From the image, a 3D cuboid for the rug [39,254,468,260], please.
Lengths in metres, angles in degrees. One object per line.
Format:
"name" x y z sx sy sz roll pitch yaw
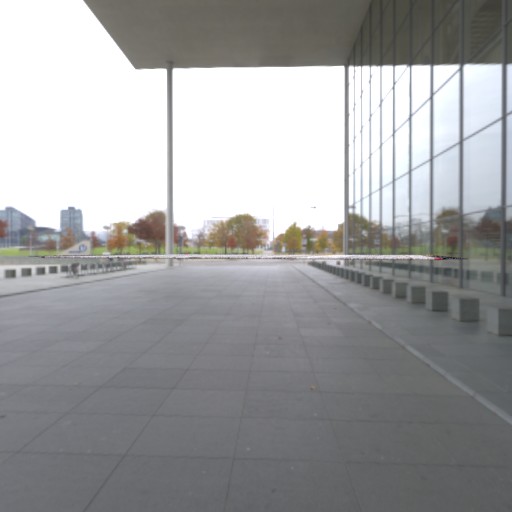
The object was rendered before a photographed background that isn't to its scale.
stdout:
"rug" 0.000 0.000 2.299 1.848 0.012 1.217 0 1 17
